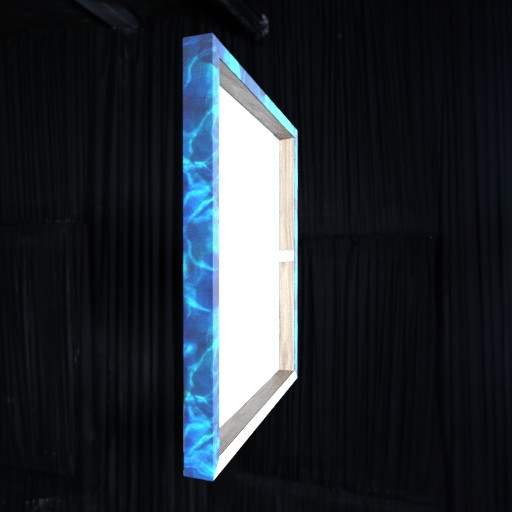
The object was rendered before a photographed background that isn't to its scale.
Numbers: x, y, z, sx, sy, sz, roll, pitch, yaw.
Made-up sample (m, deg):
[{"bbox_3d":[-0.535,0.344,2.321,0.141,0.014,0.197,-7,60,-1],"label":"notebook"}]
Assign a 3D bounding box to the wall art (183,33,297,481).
[{"bbox_3d":[0.000,0.000,0.713,0.038,0.508,0.432,0,1,18],"label":"wall art"}]
